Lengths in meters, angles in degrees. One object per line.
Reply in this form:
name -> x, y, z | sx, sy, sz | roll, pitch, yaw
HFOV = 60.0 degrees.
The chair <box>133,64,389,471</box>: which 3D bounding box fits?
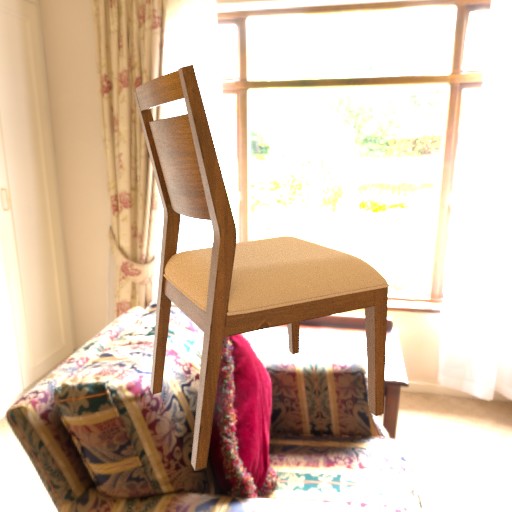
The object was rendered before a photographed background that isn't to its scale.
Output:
chair -> 0.000, 0.000, 1.297 | 0.610, 0.939, 0.497 | -7, 15, -27
